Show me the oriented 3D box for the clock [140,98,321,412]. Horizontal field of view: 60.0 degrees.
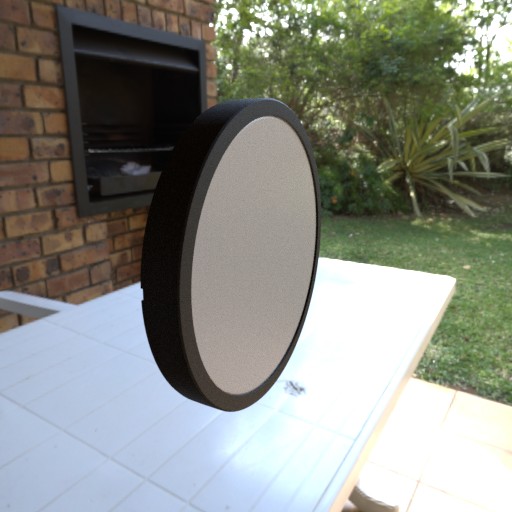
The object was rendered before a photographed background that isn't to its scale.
[{"bbox_3d":[0.000,0.000,0.438,0.040,0.293,0.293,8,17,26],"label":"clock"}]
